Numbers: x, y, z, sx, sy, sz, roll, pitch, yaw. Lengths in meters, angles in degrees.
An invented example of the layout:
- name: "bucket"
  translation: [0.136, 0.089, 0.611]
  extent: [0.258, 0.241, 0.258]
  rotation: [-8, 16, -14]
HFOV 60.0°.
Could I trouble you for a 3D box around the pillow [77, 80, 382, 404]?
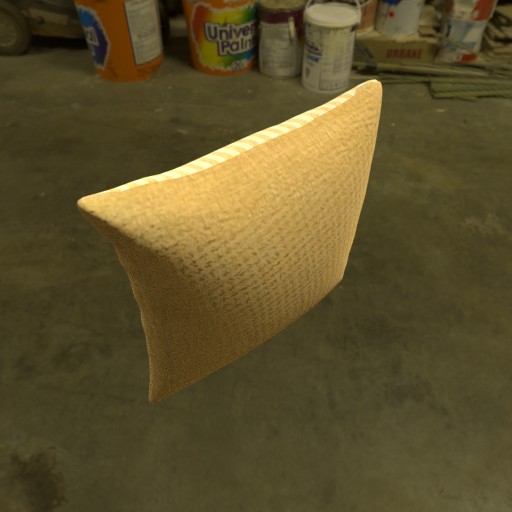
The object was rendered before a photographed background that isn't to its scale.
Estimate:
- name: "pillow"
  translation: [0.000, 0.000, 0.637]
  extent: [0.419, 0.407, 0.173]
  rotation: [-30, 53, -25]
